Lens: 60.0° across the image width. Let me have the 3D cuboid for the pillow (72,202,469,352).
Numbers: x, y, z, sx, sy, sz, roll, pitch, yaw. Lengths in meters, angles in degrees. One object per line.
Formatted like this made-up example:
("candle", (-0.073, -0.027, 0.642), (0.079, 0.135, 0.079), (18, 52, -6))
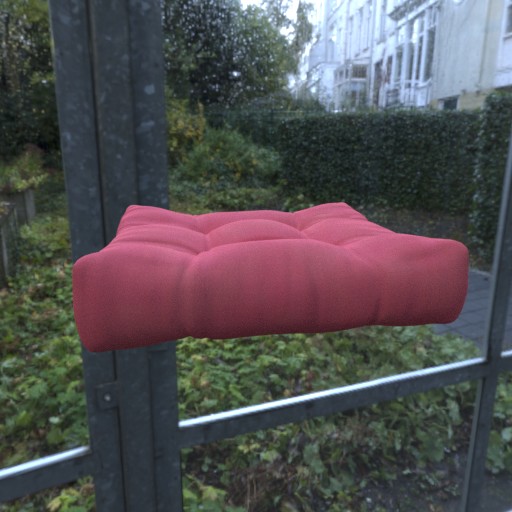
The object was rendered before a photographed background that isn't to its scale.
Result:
("pillow", (0.000, 0.000, 0.741), (0.490, 0.128, 0.468), (-2, 14, -8))
